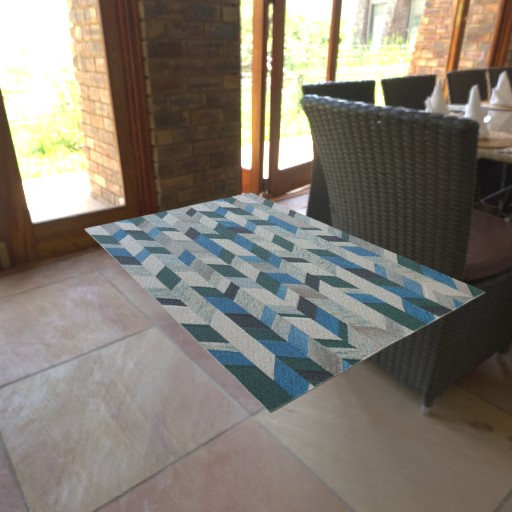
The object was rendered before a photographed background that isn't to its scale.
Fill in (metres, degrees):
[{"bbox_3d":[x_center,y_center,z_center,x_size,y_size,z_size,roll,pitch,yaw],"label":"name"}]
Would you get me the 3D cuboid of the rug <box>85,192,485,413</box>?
[{"bbox_3d":[0.000,0.000,2.319,1.229,0.005,1.827,-17,30,-32],"label":"rug"}]
